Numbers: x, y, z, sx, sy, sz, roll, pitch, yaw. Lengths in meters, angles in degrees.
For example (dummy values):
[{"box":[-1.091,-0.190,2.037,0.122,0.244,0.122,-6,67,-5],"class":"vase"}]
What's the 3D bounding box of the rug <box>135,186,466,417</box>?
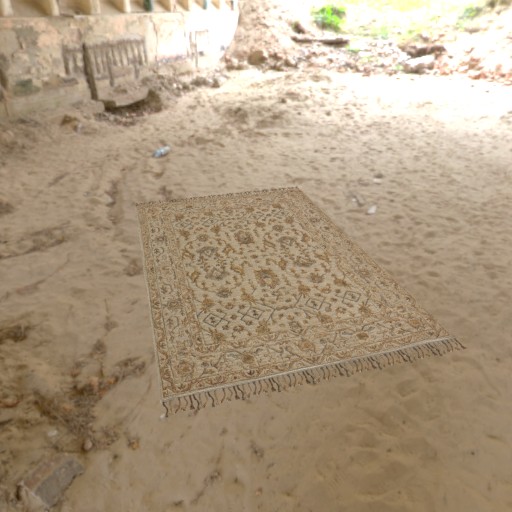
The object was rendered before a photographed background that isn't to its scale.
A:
[{"box":[0.000,0.000,3.066,1.529,0.027,2.434,-8,30,-14],"class":"rug"}]
